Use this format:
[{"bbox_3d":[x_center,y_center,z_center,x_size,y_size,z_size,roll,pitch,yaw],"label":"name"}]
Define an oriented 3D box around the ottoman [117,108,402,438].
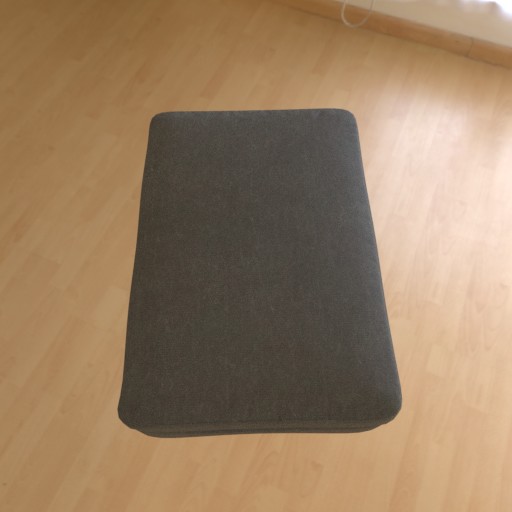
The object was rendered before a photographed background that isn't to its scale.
[{"bbox_3d":[0.000,0.000,1.619,0.840,0.429,1.199,-1,64,-1],"label":"ottoman"}]
